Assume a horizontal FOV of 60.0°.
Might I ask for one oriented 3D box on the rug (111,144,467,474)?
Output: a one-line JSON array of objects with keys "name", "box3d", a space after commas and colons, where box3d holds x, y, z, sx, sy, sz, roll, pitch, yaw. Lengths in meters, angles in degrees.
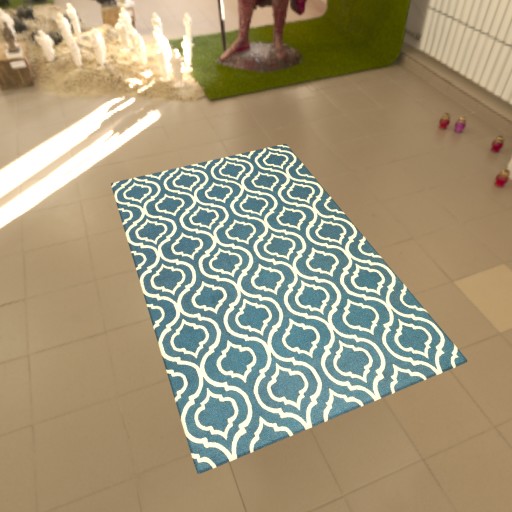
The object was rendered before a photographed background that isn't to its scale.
[{"name": "rug", "box3d": [0.000, 0.000, 2.210, 1.143, 0.010, 1.753, -16, 48, -15]}]
